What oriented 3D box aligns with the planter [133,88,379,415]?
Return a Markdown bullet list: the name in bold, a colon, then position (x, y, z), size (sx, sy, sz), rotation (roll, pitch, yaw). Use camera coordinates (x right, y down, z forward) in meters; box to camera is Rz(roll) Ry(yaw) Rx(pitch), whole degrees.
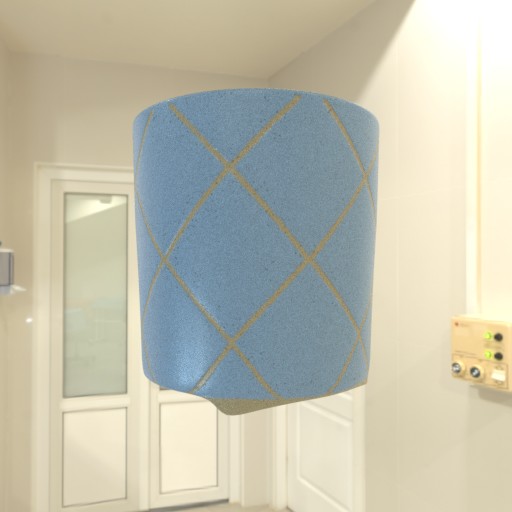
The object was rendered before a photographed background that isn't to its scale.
- **planter**: position (0.000, 0.000, 0.422), size (0.227, 0.235, 0.227), rotation (0, -1, 0)
